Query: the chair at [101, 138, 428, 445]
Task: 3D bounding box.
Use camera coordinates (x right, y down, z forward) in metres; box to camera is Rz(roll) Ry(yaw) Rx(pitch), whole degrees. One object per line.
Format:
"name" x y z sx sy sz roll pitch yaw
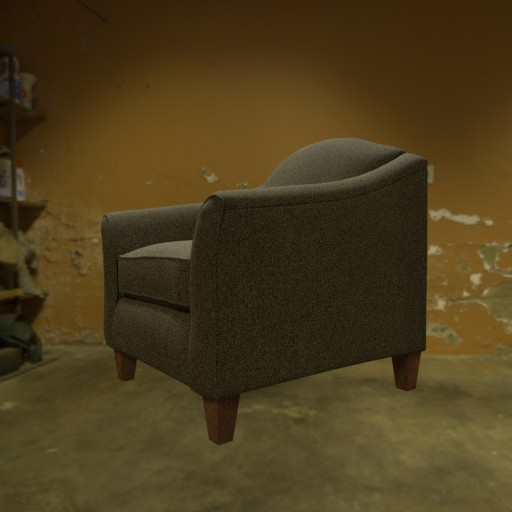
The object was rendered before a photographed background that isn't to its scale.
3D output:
"chair" 0.000 0.000 1.439 0.787 0.839 0.763 -1 1 -37
